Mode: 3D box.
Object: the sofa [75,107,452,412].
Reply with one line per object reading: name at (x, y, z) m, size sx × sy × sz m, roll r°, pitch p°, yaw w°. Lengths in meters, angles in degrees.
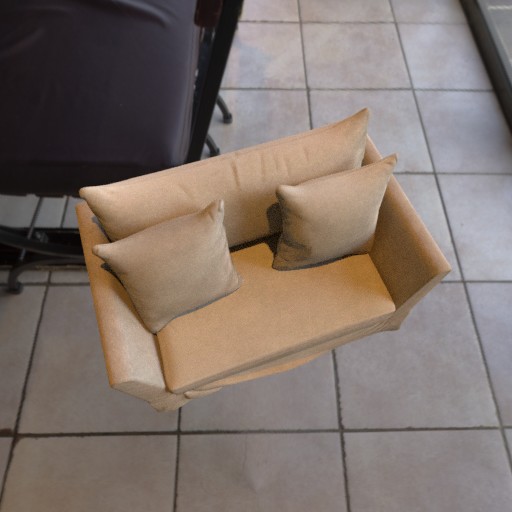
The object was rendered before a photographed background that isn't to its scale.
sofa at (0.000, 0.000, 2.329) m, size 1.608 × 1.040 × 1.035 m, roll -17°, pitch 63°, yaw -9°
